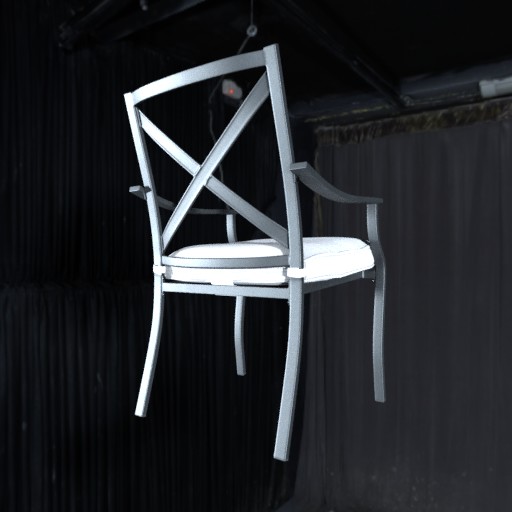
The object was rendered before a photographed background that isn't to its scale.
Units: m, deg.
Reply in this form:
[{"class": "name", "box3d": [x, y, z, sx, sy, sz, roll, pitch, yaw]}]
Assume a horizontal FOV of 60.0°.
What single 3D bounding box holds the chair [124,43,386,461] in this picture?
[{"class": "chair", "box3d": [0.000, 0.000, 1.283, 0.575, 0.889, 0.620, 0, 0, 35]}]
